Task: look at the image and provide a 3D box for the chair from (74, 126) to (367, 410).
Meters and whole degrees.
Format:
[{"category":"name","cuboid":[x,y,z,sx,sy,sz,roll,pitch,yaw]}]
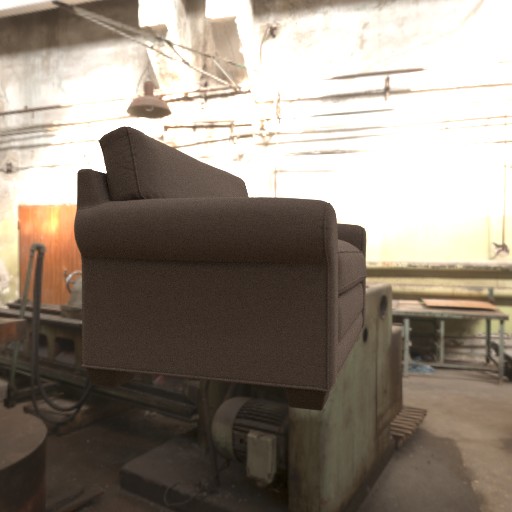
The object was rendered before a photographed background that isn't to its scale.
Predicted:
[{"category":"chair","cuboid":[0.000,0.000,2.027,0.930,0.930,1.390,0,0,18]}]
